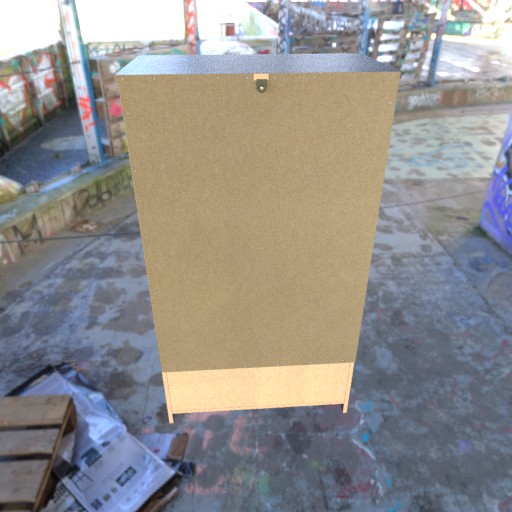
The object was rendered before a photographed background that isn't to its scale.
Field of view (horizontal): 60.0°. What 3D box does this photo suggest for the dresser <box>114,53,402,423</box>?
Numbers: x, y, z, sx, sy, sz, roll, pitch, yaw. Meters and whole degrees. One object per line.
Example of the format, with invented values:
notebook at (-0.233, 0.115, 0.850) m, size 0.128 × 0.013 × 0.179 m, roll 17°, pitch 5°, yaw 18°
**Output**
dresser at (0.000, 0.000, 1.556) m, size 0.704 × 1.254 × 0.418 m, roll -2°, pitch 31°, yaw -4°
